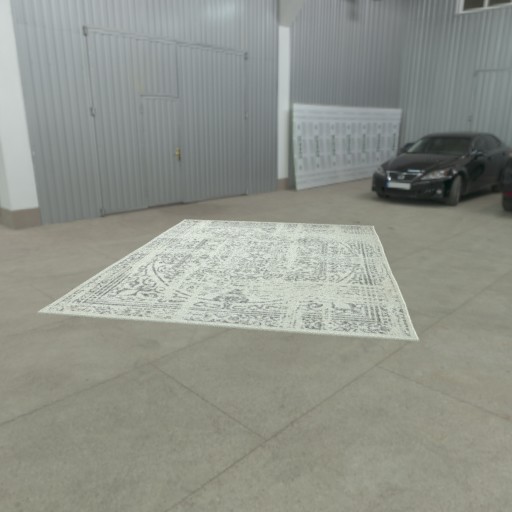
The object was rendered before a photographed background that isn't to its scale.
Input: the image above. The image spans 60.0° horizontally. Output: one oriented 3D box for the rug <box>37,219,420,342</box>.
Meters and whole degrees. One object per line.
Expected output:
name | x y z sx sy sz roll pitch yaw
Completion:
rug | 0.000 0.000 3.974 2.311 0.032 2.921 3 17 9
